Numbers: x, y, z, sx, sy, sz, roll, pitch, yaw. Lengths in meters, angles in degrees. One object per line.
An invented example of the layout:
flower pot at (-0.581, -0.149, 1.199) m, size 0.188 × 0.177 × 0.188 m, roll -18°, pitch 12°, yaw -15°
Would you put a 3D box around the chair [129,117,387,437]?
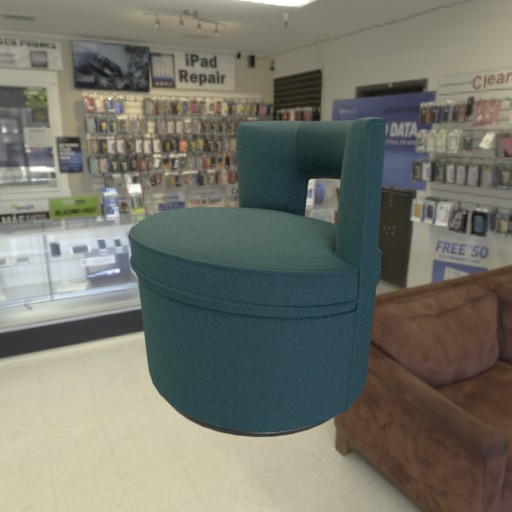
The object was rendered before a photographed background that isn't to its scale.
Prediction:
chair at (0.000, 0.000, 1.201) m, size 0.660 × 0.711 × 0.684 m, roll -8°, pitch 18°, yaw -25°
